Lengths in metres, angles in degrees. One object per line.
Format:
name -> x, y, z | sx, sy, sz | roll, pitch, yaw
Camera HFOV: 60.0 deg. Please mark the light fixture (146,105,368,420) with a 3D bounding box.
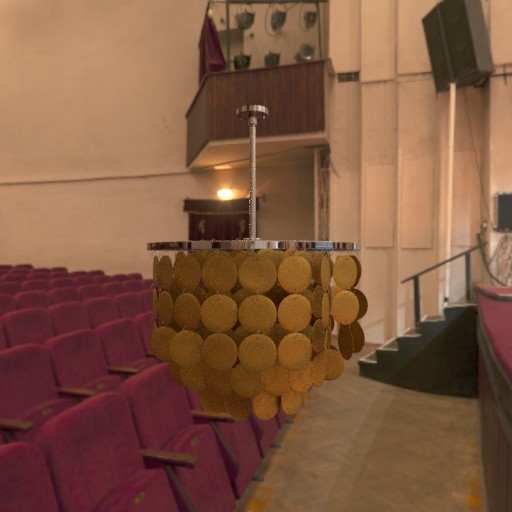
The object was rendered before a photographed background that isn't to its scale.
light fixture -> 0.000, 0.000, 0.749 | 0.368, 0.492, 0.368 | 0, 0, 0
